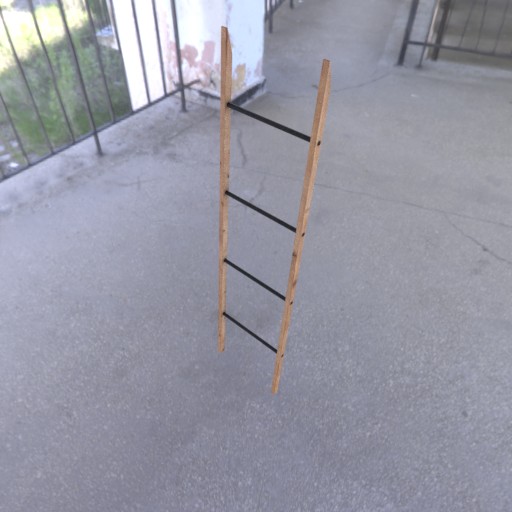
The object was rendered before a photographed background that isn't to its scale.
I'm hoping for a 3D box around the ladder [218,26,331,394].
[{"bbox_3d":[0.000,0.000,1.996,0.442,1.805,0.200,32,54,27],"label":"ladder"}]
